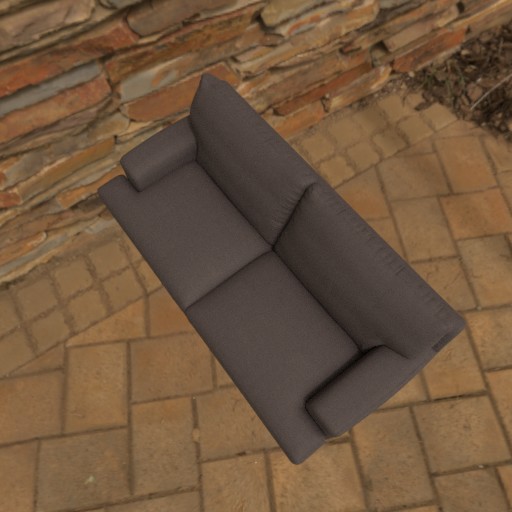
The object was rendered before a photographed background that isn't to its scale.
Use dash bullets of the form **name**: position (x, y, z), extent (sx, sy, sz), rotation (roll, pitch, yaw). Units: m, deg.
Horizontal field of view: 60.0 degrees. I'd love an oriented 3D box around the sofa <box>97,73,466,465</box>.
- **sofa**: position (0.000, 0.000, 2.809), extent (1.140, 0.950, 2.271), rotation (-35, 70, -15)
